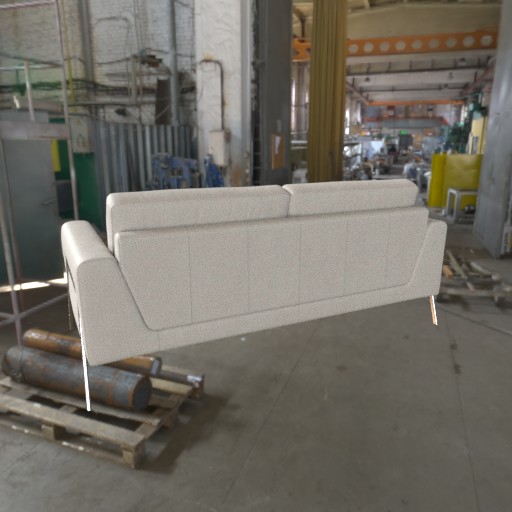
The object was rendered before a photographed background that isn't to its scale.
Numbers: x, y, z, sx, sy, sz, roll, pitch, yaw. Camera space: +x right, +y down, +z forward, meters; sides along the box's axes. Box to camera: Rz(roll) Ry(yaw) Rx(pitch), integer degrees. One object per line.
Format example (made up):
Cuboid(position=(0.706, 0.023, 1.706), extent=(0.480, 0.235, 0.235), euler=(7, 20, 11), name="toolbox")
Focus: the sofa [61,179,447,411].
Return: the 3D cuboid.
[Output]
Cuboid(position=(0.000, 0.000, 2.560), extent=(2.017, 0.875, 0.953), euler=(-7, 16, -25), name="sofa")
